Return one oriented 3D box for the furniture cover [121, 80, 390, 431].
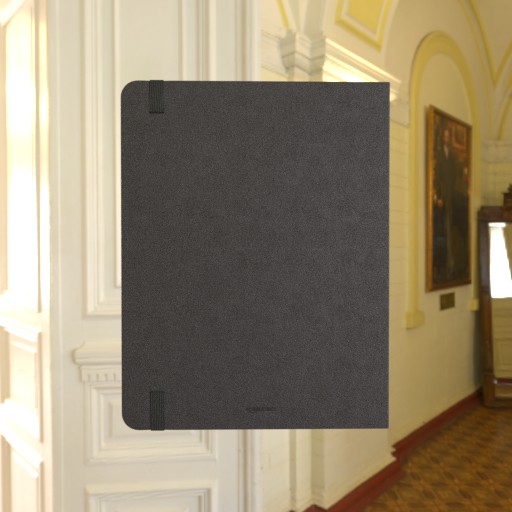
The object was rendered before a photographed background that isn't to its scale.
[{"bbox_3d":[0.000,0.000,0.366,0.216,0.281,0.023,0,1,-1],"label":"furniture cover"}]
